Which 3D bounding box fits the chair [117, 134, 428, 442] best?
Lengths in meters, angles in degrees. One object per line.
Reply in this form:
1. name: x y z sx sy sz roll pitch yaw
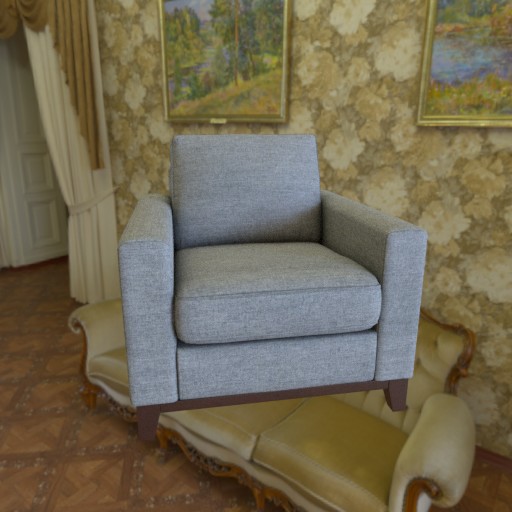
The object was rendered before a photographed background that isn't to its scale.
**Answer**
1. chair: 0.000 0.000 1.907 1.024 1.010 1.038 -3 16 -10
